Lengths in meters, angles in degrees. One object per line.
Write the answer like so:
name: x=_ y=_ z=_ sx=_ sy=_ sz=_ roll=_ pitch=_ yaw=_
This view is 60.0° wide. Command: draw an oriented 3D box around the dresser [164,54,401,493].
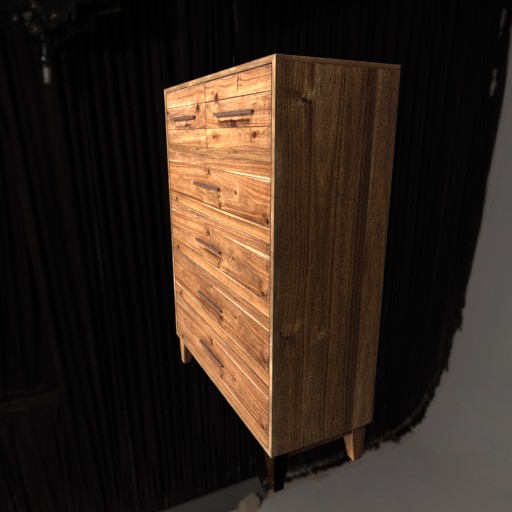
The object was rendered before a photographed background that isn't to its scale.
dresser: x=0.000 y=0.000 z=1.875 sx=0.442 sy=1.393 sz=1.062 roll=-8 pitch=17 yaw=-26
